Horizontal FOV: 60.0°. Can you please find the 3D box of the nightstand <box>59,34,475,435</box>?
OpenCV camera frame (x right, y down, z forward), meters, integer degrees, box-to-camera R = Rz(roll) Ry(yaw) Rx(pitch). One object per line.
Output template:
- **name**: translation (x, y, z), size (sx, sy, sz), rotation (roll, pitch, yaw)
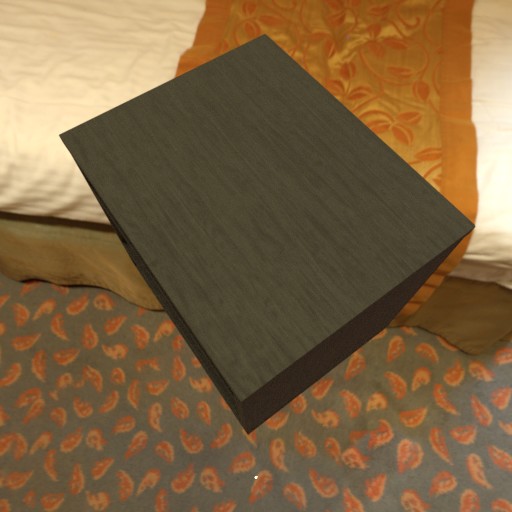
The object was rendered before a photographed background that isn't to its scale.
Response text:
- **nightstand**: translation (0.000, 0.000, 0.764), size (0.347, 0.448, 0.427), rotation (-33, 68, -15)
